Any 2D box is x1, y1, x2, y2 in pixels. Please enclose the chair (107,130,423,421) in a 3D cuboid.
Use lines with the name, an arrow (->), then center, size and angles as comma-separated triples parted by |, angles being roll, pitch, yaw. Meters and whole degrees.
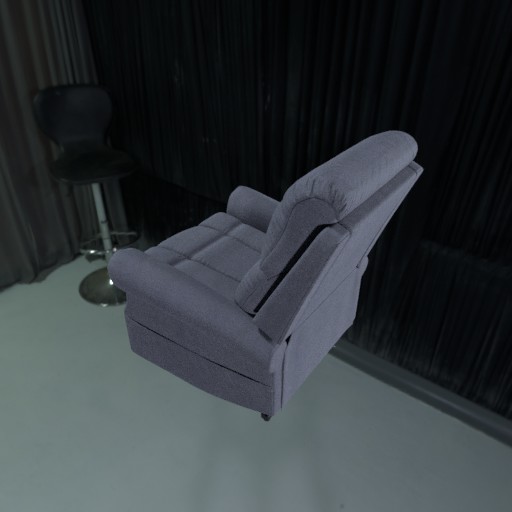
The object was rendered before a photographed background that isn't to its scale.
chair -> 0.000, 0.000, 1.772 | 0.979, 1.031, 0.871 | 21, 38, 30
